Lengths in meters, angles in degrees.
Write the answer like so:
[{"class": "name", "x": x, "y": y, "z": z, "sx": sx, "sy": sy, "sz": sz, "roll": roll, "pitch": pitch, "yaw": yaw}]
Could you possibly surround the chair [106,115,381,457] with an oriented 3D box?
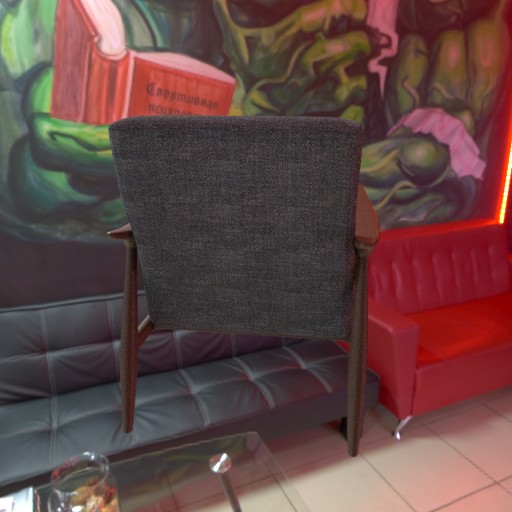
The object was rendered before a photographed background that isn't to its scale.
[{"class": "chair", "x": 0.000, "y": 0.000, "z": 1.407, "sx": 0.741, "sy": 0.832, "sz": 0.798, "roll": 2, "pitch": 16, "yaw": 8}]
